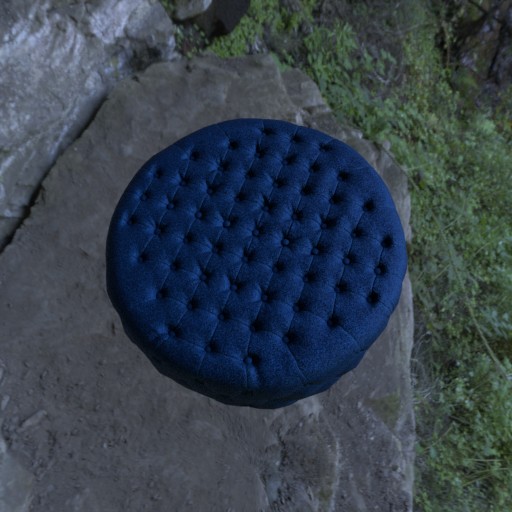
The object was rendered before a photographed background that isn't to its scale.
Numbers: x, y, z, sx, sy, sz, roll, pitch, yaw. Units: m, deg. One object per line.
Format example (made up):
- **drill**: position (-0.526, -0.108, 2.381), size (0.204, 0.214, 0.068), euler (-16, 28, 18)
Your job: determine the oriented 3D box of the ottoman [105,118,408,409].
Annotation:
- **ottoman**: position (0.000, 0.000, 1.571), size (0.998, 0.398, 0.998), euler (0, 64, 0)
